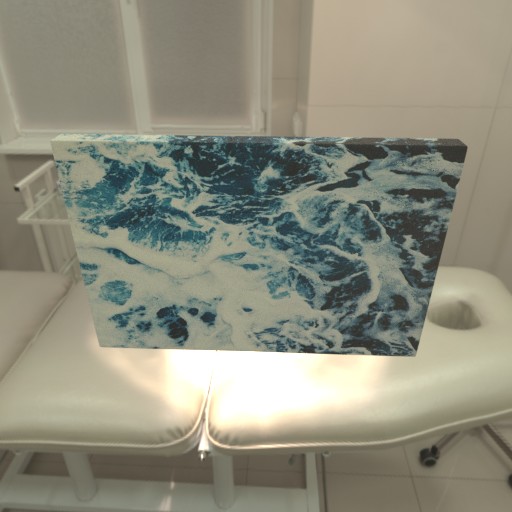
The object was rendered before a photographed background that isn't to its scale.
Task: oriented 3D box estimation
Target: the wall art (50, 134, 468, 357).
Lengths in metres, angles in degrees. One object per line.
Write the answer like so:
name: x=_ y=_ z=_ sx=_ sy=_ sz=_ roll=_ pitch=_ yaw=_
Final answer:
wall art: x=0.000 y=0.000 z=0.766 sx=0.609 sy=0.407 sz=0.043 roll=1 pitch=31 yaw=2
